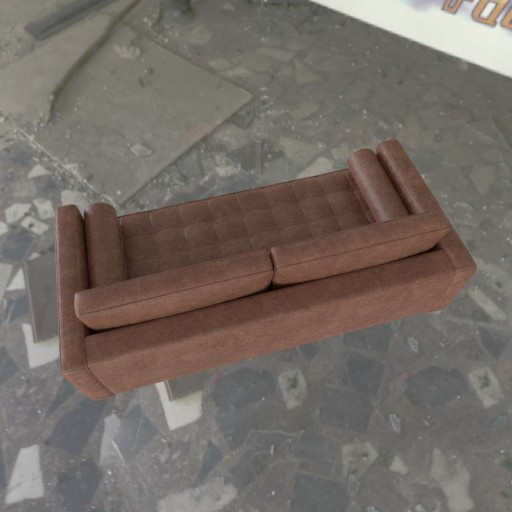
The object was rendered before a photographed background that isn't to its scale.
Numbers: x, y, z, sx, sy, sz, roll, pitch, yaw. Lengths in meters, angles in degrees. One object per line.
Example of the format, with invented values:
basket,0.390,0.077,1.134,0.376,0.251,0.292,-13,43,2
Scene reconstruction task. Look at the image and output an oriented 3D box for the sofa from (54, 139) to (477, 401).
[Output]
sofa,0.000,0.000,2.265,1.870,0.760,0.910,-13,59,-8
